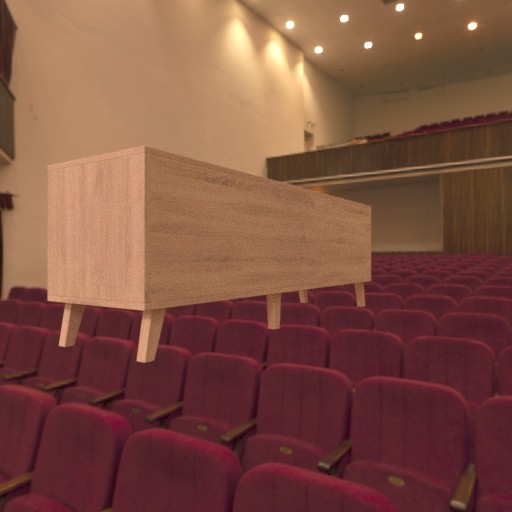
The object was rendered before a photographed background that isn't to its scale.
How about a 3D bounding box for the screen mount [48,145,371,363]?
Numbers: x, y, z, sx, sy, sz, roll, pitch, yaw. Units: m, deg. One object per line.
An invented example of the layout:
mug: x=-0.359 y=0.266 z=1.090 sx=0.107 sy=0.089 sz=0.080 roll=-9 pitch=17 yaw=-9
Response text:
screen mount: x=0.000 y=0.000 z=1.756 sx=0.400 sy=0.510 sz=1.500 roll=0 pitch=0 yaw=34
